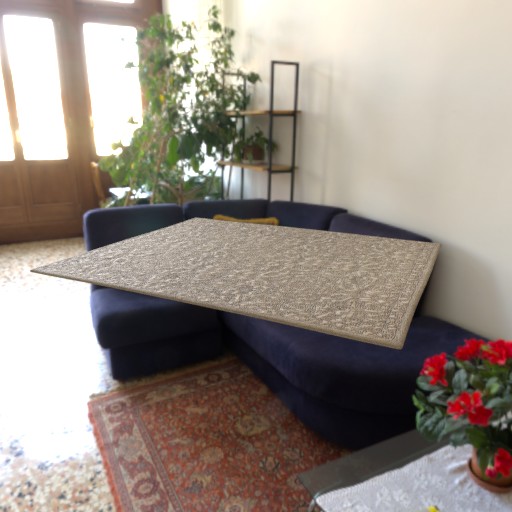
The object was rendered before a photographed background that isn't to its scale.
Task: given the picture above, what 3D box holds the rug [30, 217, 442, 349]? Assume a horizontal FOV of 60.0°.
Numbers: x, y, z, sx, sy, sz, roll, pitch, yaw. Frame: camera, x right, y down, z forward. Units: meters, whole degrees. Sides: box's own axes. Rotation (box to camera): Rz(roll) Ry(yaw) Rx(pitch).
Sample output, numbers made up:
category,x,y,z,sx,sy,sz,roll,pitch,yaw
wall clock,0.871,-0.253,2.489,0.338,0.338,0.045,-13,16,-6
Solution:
category,x,y,z,sx,sy,sz,roll,pitch,yaw
rug,0.000,0.000,4.117,3.017,0.035,2.472,8,18,25
